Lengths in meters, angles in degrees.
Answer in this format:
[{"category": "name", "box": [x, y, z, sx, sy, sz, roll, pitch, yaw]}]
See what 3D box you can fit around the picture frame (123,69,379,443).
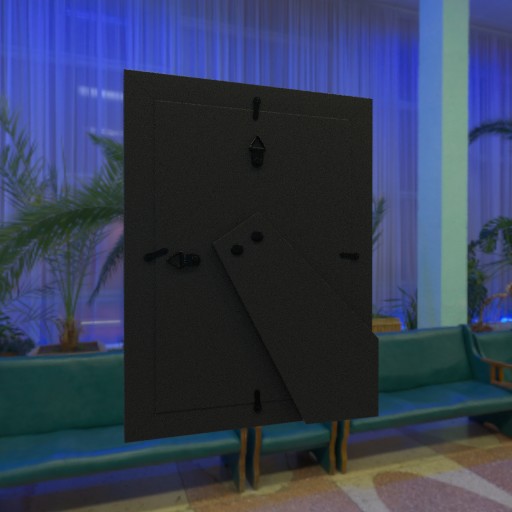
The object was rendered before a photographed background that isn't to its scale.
[{"category": "picture frame", "box": [0.000, 0.000, 0.275, 0.157, 0.208, 0.028, 0, 0, -18]}]
